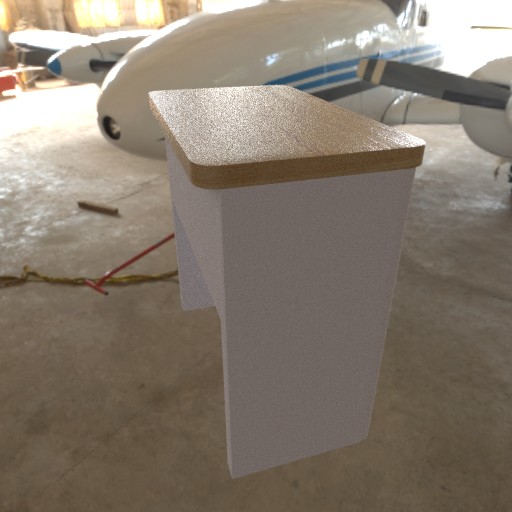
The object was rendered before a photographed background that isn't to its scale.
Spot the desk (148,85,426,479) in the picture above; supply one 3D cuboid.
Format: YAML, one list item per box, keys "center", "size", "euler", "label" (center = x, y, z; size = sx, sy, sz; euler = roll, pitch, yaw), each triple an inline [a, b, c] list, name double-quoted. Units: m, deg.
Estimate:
- center: [0.000, 0.000, 1.251]
  size: [0.440, 0.790, 0.760]
  euler: [-9, 30, -15]
  label: "desk"
